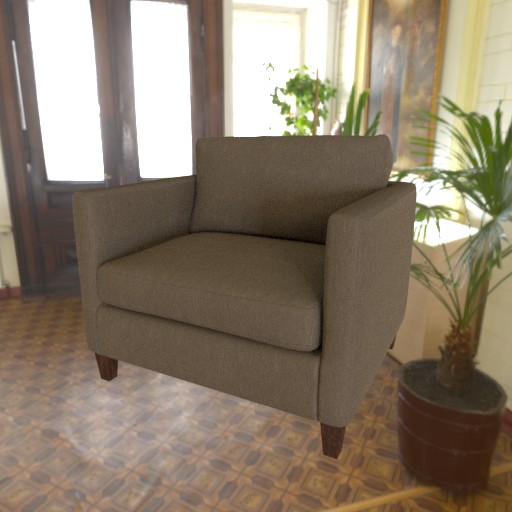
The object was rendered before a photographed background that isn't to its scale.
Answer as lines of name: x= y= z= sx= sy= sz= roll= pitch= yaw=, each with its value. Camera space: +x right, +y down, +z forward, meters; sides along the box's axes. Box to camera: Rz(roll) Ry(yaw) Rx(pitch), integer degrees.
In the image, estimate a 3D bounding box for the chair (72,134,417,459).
chair: x=0.000 y=0.000 z=1.821 sx=1.107 sy=0.963 sz=0.959 roll=8 pitch=17 yaw=27
